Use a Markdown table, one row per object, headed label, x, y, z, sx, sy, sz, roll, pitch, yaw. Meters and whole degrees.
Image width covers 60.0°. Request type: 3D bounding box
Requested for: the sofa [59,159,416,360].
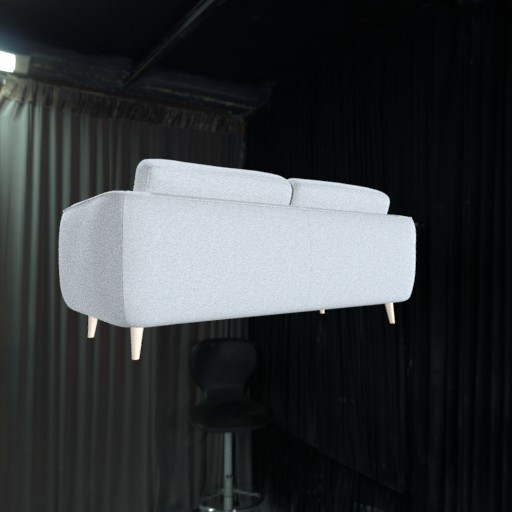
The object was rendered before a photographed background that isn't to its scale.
| label | x | y | z | sx | sy | sz | roll | pitch | yaw |
| --- | --- | --- | --- | --- | --- | --- | --- | --- | --- |
| sofa | 0.000 | 0.000 | 2.563 | 2.000 | 0.850 | 0.920 | 0 | 0 | -36 |
